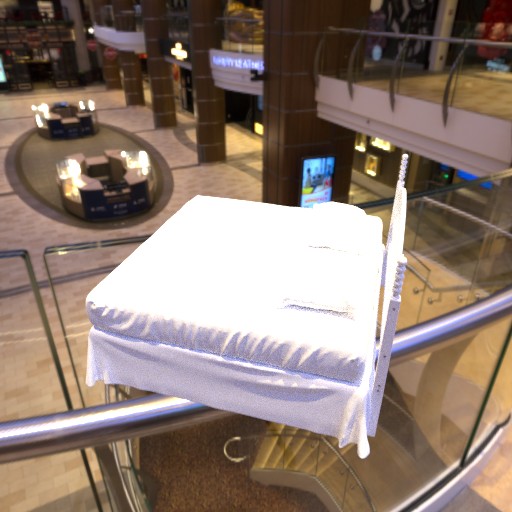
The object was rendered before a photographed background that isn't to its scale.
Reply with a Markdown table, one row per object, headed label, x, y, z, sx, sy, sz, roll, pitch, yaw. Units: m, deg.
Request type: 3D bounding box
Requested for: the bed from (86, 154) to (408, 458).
| label | x | y | z | sx | sy | sz | roll | pitch | yaw |
| --- | --- | --- | --- | --- | --- | --- | --- | --- | --- |
| bed | 0.000 | 0.000 | 3.657 | 2.219 | 1.355 | 2.322 | 9 | 31 | 14 |
